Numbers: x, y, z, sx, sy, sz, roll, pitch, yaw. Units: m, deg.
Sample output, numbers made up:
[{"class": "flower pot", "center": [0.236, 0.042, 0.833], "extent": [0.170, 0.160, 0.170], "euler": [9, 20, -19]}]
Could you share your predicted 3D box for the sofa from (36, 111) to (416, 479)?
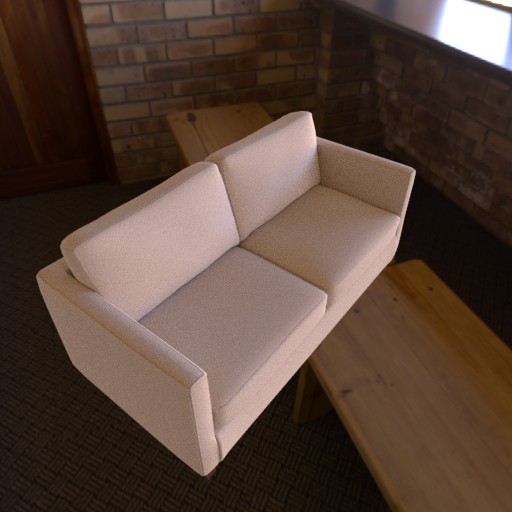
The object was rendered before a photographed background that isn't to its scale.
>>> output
[{"class": "sofa", "center": [0.000, 0.000, 2.174], "extent": [0.873, 0.888, 1.722], "euler": [27, 47, 28]}]
